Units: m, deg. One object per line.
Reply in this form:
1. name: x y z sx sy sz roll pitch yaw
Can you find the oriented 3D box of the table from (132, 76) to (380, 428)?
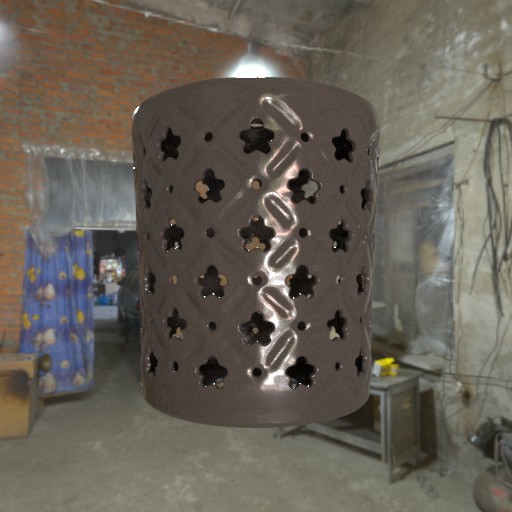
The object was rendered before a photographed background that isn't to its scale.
1. table: 0.000 0.000 0.642 0.352 0.387 0.352 0 -1 0
